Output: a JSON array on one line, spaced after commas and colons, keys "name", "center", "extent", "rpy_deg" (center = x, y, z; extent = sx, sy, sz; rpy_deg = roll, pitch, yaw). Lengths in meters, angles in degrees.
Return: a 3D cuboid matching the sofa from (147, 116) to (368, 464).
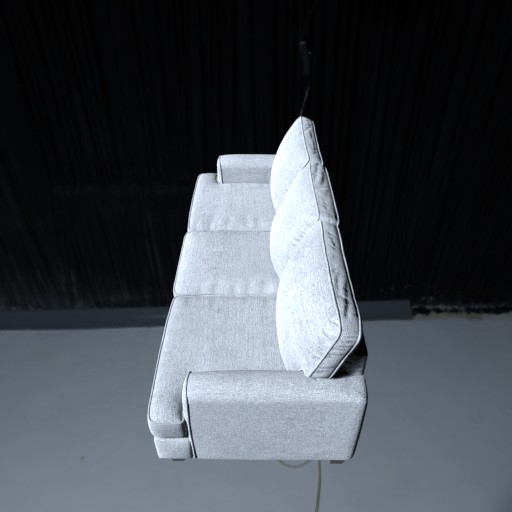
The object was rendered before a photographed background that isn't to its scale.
[{"name": "sofa", "center": [0.000, 0.000, 2.670], "extent": [0.951, 0.965, 2.158], "rpy_deg": [0, 39, 0]}]
